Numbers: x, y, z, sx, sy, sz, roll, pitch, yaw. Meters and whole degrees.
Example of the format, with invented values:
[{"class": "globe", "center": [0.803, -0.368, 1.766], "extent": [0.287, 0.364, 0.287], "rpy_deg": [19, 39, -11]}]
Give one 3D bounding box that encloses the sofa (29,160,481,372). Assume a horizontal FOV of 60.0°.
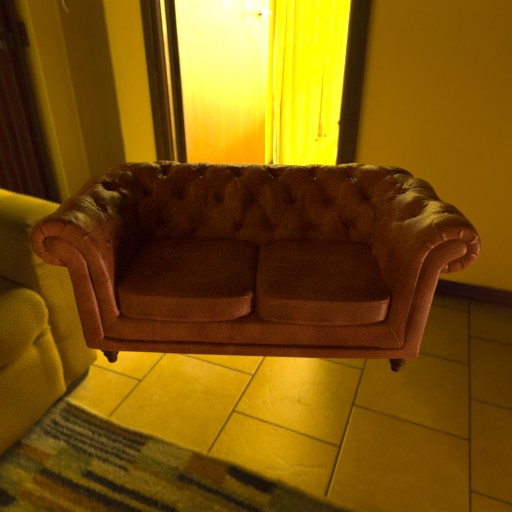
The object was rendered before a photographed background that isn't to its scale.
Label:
[{"class": "sofa", "center": [0.000, 0.000, 2.486], "extent": [1.979, 0.877, 1.042], "rpy_deg": [1, 29, 2]}]
